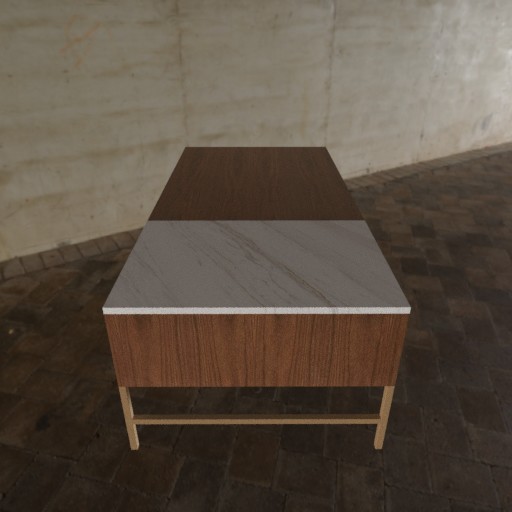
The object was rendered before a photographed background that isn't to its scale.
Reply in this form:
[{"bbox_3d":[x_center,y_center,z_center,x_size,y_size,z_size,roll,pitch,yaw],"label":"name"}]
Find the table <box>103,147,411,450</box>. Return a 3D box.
[{"bbox_3d":[0.000,0.000,1.947,0.789,0.551,1.553,0,29,0],"label":"table"}]
